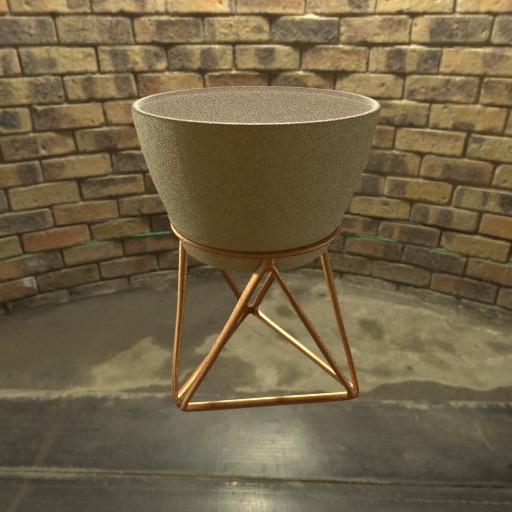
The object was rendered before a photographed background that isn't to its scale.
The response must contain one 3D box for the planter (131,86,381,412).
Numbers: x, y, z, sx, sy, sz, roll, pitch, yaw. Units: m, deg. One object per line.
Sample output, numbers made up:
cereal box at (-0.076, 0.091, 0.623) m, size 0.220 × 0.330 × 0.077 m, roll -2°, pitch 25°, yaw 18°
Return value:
planter at (0.000, 0.000, 0.754) m, size 0.350 × 0.504 × 0.350 m, roll -19°, pitch 33°, yaw -32°
